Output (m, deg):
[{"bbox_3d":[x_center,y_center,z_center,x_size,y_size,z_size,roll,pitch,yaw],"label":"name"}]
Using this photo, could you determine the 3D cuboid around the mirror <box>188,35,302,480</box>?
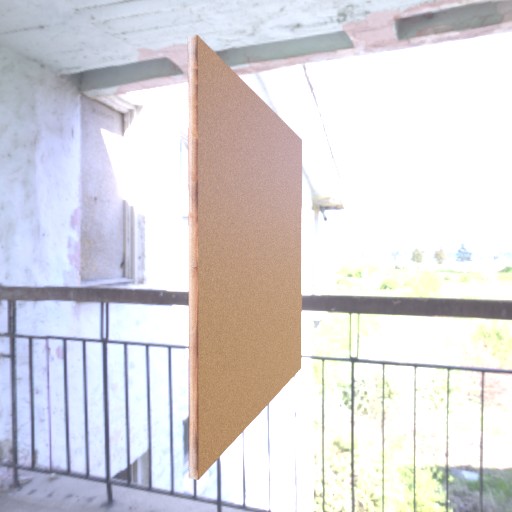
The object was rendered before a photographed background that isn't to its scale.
[{"bbox_3d":[0.000,0.000,1.190,0.061,0.804,0.804,0,1,19],"label":"mirror"}]
